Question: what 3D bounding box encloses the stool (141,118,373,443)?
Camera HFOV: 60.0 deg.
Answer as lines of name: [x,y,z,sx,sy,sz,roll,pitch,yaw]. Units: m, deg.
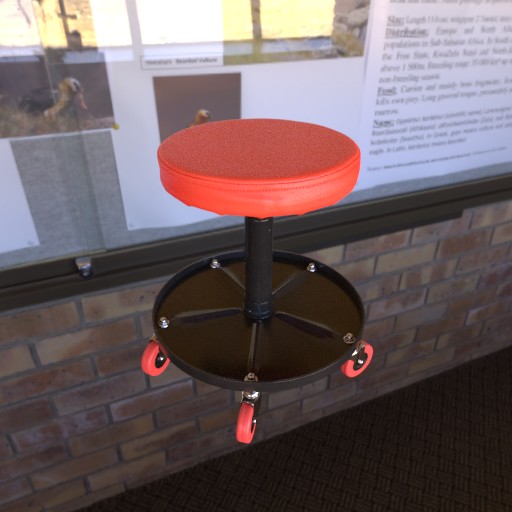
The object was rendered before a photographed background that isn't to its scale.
stool: [0.000,0.000,0.698,0.382,0.365,0.381,20,37,29]
